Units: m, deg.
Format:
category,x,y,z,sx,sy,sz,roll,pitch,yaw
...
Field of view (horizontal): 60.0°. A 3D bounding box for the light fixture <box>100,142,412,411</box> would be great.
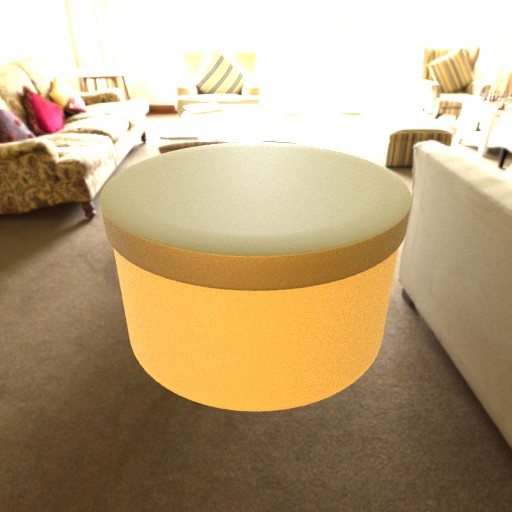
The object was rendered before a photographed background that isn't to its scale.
category,x,y,z,sx,sy,sz,roll,pitch,yaw
light fixture,0.000,0.000,0.639,0.393,0.229,0.393,0,30,0
